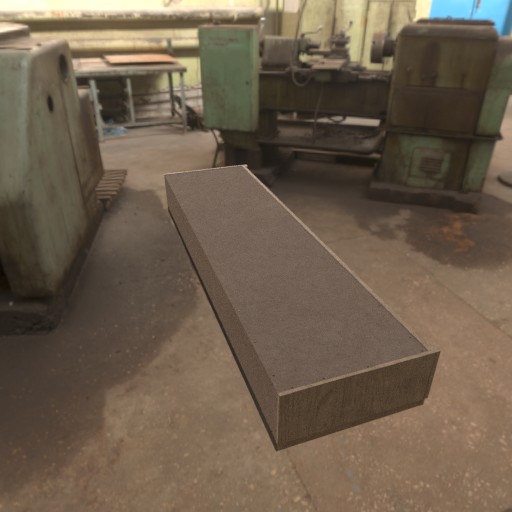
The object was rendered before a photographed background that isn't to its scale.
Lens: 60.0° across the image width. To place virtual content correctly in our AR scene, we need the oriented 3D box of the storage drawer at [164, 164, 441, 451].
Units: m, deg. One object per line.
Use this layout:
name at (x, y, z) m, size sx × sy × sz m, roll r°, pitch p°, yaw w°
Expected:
storage drawer at (0.000, 0.000, 2.329) m, size 0.591 × 0.274 × 2.072 m, roll -10°, pitch 32°, yaw -17°
